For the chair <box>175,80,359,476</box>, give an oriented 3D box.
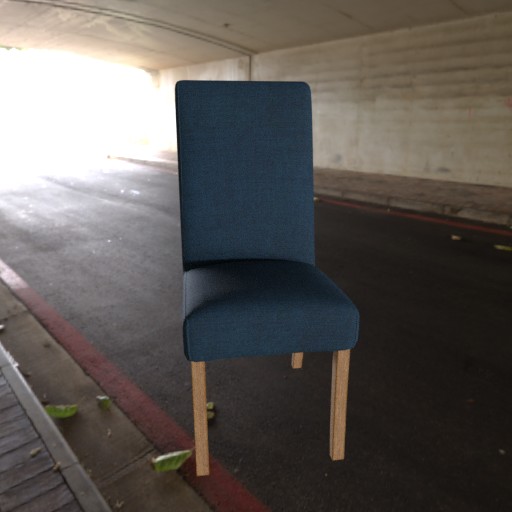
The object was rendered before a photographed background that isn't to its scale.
[{"bbox_3d":[0.000,0.000,1.345,0.450,1.029,0.610,-3,18,-8],"label":"chair"}]
